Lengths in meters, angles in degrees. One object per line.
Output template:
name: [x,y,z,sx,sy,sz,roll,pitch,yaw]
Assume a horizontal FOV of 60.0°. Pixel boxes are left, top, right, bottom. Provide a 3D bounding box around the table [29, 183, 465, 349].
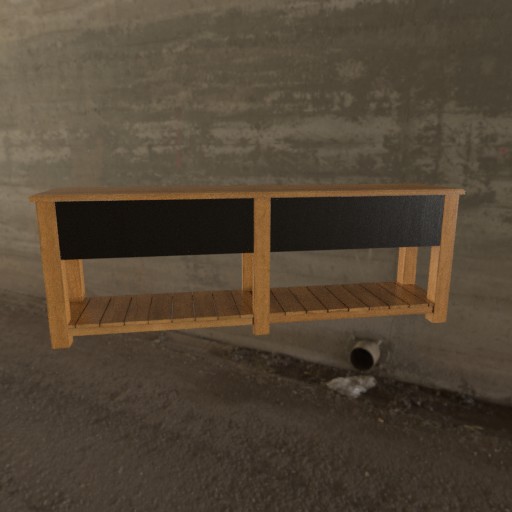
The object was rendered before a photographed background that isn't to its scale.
table: [0.000,0.000,2.097,1.815,0.635,0.425,-2,13,-9]
